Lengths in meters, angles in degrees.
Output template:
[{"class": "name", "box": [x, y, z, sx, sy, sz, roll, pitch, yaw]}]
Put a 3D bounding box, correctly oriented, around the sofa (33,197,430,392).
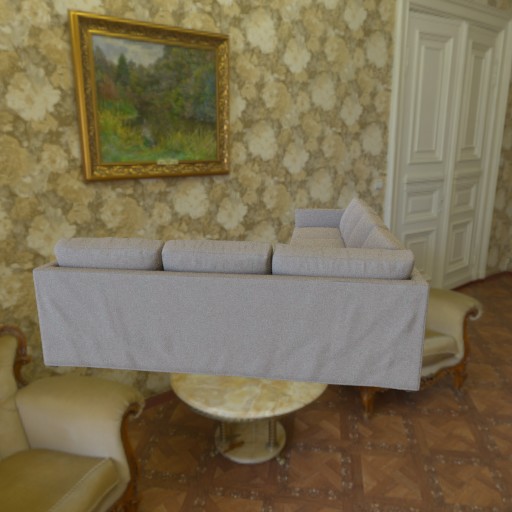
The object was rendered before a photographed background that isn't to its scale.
[{"class": "sofa", "box": [0.000, 0.000, 4.210, 2.432, 0.871, 3.182, 2, 14, 8]}]
